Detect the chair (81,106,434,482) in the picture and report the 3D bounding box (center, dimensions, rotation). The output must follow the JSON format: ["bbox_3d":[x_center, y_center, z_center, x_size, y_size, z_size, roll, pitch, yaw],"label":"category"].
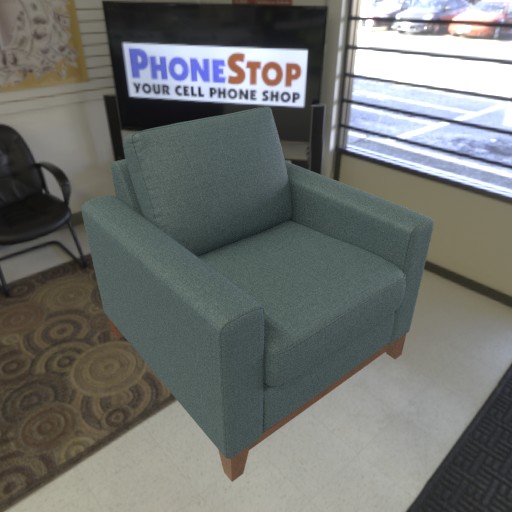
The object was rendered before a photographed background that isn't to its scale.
[{"bbox_3d":[0.000,0.000,1.846,1.024,1.010,1.038,-23,38,-33],"label":"chair"}]
